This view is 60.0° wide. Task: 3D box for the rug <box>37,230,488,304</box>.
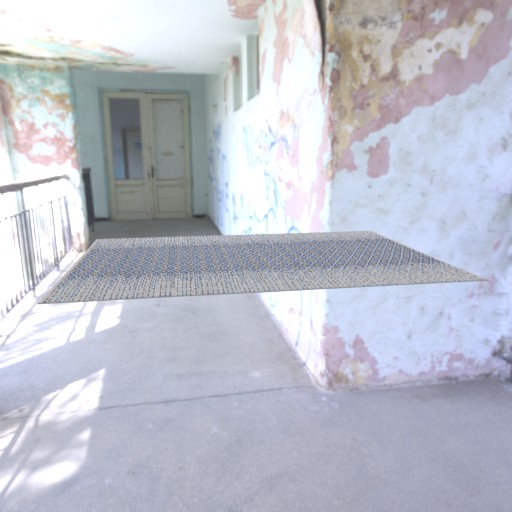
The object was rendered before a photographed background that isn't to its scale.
[{"bbox_3d":[0.000,0.000,2.351,1.828,0.005,1.219,-2,14,-9],"label":"rug"}]
